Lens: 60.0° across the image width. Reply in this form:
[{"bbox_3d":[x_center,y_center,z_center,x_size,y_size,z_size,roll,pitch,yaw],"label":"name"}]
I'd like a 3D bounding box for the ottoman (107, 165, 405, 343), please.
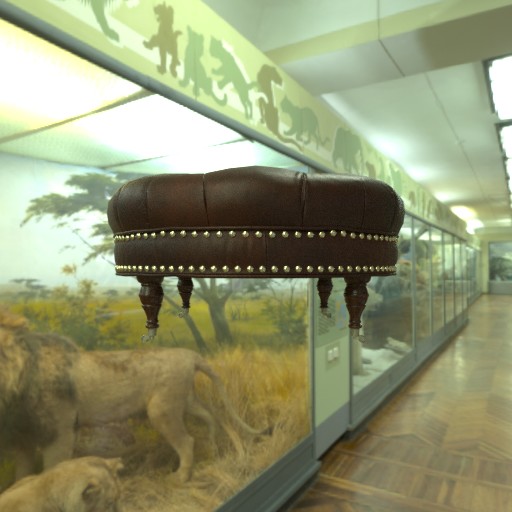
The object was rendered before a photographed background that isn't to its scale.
[{"bbox_3d":[0.000,0.000,1.400,0.901,0.455,0.901,0,-1,0],"label":"ottoman"}]
